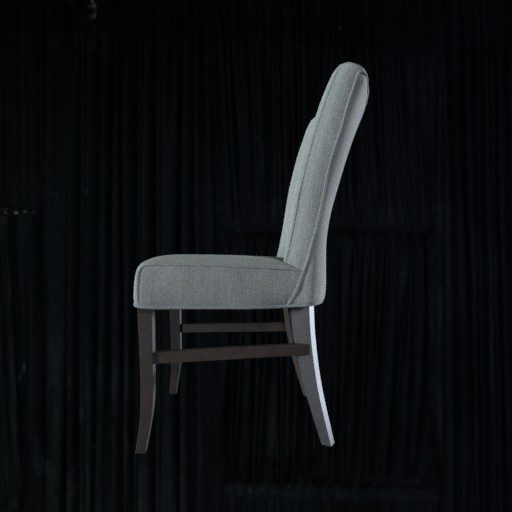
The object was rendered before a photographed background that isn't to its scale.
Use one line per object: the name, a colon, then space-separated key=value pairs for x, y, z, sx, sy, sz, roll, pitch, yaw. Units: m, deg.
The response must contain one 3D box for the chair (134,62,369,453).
chair: x=0.000 y=0.000 z=1.360 sx=0.660 sy=0.991 sz=0.520 roll=0 pitch=1 yaw=-1
